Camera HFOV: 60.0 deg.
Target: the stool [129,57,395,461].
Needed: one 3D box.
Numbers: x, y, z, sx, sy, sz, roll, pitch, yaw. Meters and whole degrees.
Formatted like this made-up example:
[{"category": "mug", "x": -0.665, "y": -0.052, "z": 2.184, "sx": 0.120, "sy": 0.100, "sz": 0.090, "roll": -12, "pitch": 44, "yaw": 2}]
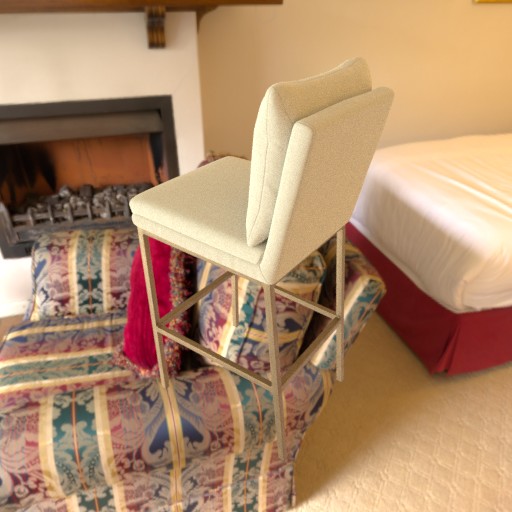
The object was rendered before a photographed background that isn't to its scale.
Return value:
[{"category": "stool", "x": 0.000, "y": 0.000, "z": 1.379, "sx": 0.572, "sy": 1.125, "sz": 0.463, "roll": 21, "pitch": 38, "yaw": 30}]
